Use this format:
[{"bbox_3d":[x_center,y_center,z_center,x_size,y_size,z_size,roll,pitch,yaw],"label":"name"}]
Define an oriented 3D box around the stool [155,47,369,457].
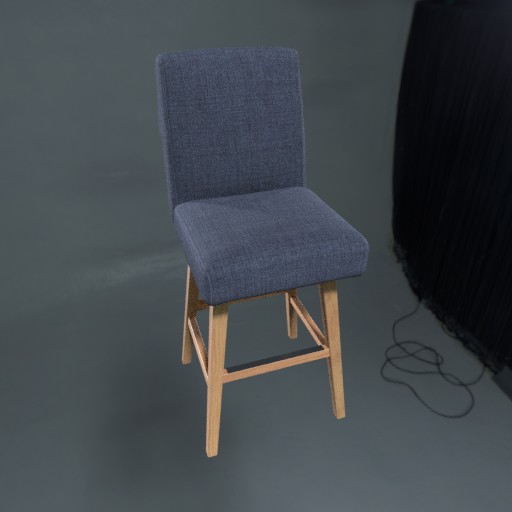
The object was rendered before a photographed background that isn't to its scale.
[{"bbox_3d":[0.000,0.000,1.362,0.483,1.112,0.570,-10,33,-16],"label":"stool"}]
